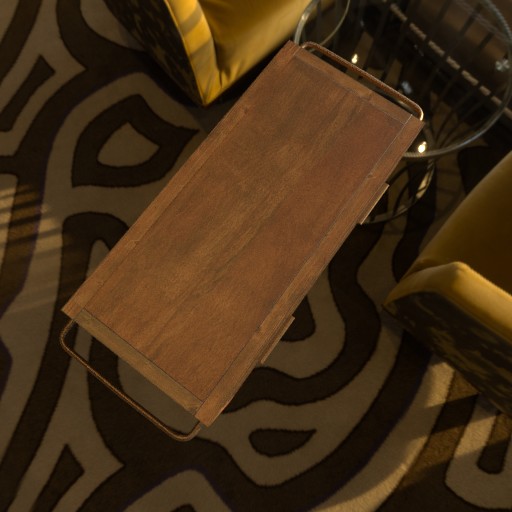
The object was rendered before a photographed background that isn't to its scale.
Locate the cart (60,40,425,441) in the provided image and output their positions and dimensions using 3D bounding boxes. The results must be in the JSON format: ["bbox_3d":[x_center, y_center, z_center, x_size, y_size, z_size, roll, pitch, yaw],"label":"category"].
[{"bbox_3d":[0.000,0.000,1.480,0.445,0.830,1.065,35,78,9],"label":"cart"}]
